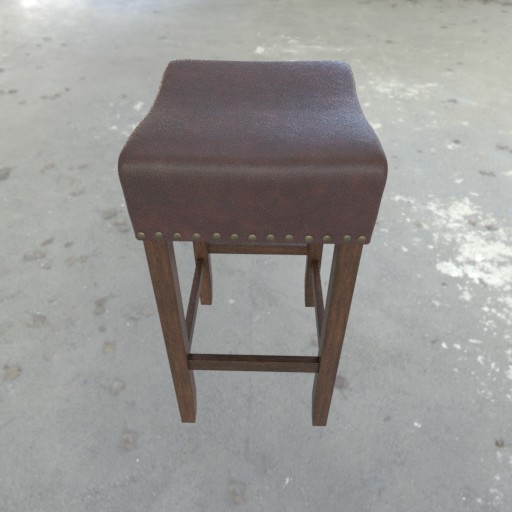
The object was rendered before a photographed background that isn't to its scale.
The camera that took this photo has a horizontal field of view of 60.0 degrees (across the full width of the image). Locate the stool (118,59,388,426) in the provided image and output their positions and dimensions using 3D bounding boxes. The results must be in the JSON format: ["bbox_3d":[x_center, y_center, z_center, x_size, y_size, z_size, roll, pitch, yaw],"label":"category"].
[{"bbox_3d":[0.000,0.000,1.052,0.401,0.769,0.465,1,41,1],"label":"stool"}]
